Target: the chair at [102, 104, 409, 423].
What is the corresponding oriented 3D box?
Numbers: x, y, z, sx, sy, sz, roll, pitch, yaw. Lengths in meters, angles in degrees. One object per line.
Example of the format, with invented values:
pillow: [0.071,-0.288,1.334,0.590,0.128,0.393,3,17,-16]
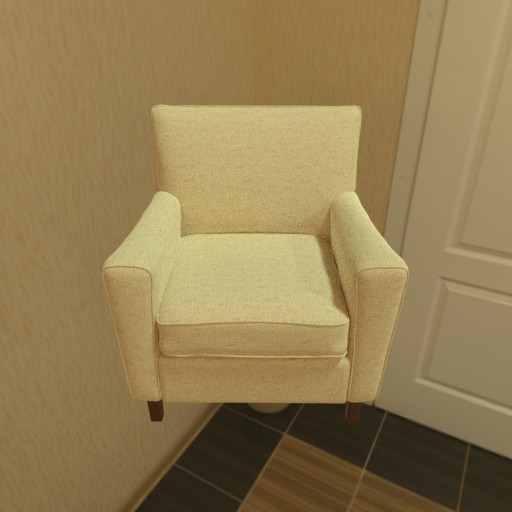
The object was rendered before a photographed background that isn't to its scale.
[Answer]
chair: [0.000,0.000,1.637,0.870,0.943,0.823,0,29,0]
